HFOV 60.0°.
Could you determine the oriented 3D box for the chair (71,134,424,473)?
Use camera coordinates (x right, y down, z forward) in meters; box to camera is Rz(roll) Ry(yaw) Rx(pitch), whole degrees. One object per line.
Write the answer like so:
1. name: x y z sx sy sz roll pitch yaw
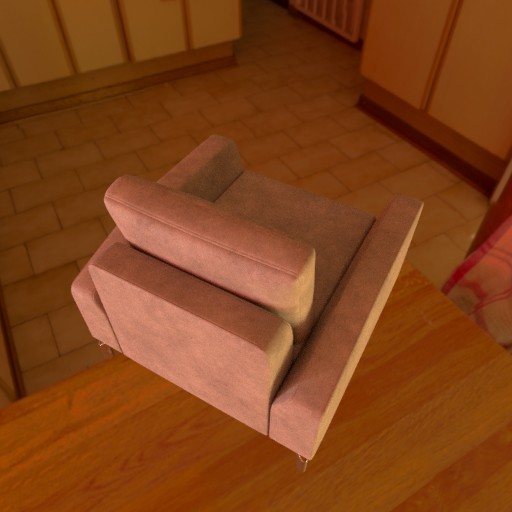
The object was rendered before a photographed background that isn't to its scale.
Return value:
1. chair: 0.000 0.000 1.559 0.900 0.800 0.900 23 51 20
